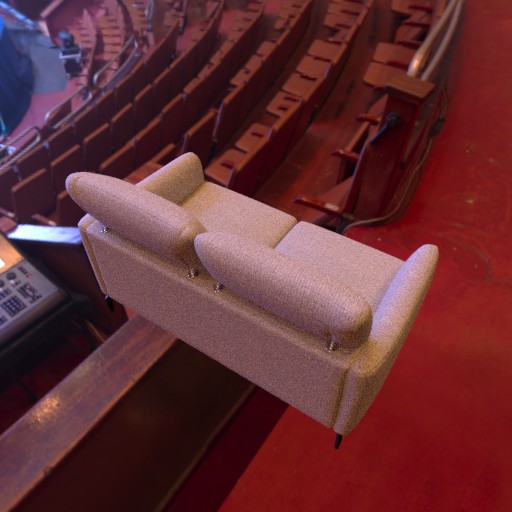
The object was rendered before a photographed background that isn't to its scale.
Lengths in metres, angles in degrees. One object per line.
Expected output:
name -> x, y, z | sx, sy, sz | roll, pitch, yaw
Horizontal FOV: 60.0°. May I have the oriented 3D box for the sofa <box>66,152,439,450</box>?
sofa -> 0.000, 0.000, 2.145 | 1.540, 0.950, 0.905 | 25, 50, 23
